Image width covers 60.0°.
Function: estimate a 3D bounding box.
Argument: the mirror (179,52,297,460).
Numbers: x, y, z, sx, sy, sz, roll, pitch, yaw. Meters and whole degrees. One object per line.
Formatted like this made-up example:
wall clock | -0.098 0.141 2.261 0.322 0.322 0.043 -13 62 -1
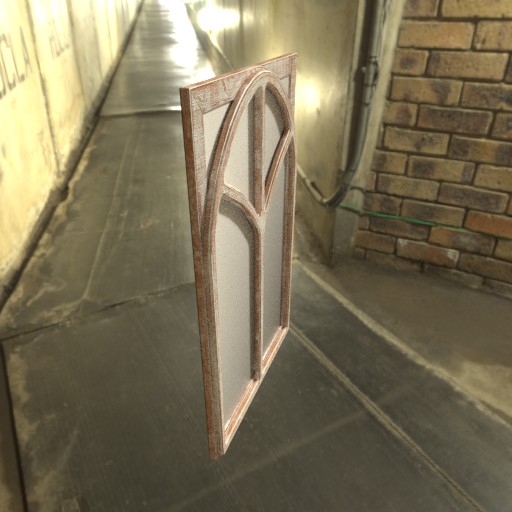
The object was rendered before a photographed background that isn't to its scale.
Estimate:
mirror | 0.000 0.000 0.992 0.058 0.787 0.495 11 32 19
